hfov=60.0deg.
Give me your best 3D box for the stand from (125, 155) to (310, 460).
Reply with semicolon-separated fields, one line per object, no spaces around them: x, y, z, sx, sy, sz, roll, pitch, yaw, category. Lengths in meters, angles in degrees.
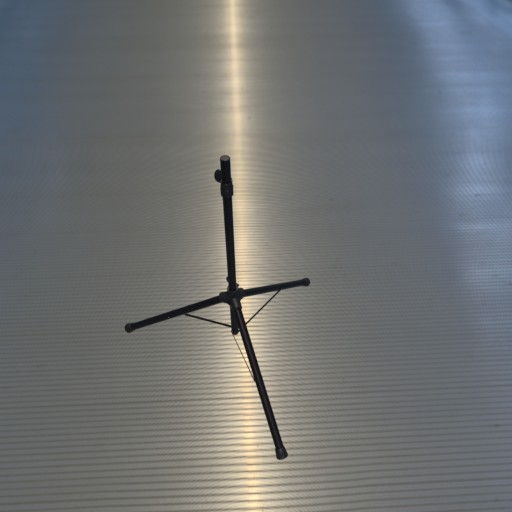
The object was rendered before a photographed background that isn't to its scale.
0.000;0.000;1.907;1.045;1.136;0.907;32;54;28;stand
